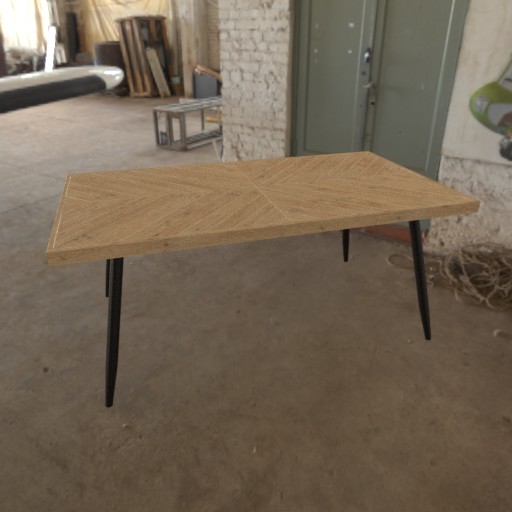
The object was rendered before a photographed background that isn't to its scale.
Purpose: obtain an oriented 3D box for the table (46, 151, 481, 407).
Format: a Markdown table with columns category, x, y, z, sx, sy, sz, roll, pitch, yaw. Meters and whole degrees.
| category | x | y | z | sx | sy | sz | roll | pitch | yaw |
| --- | --- | --- | --- | --- | --- | --- | --- | --- | --- |
| table | 0.000 | 0.000 | 2.346 | 1.803 | 0.762 | 0.991 | -8 | 28 | -15 |
